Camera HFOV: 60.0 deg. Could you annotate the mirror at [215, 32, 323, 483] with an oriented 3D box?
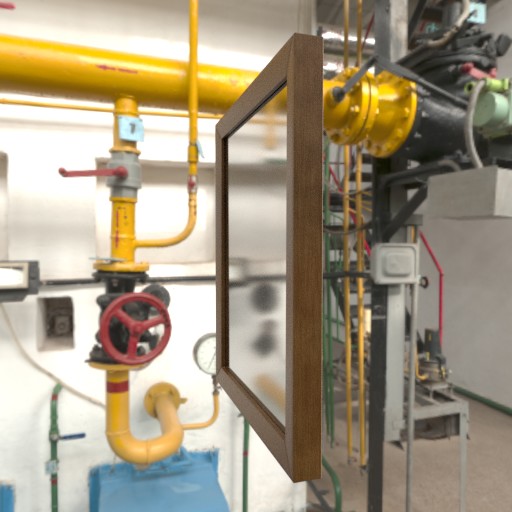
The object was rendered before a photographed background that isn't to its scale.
[{"bbox_3d":[0.000,0.000,0.697,0.041,0.508,0.405,-1,2,-18],"label":"mirror"}]
